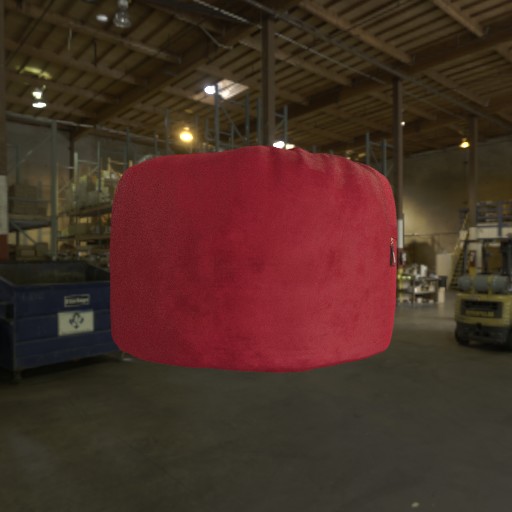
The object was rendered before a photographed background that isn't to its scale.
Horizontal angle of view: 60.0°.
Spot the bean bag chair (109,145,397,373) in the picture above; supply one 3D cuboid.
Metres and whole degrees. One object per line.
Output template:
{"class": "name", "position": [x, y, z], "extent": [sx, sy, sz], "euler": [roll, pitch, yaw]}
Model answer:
{"class": "bean bag chair", "position": [0.000, 0.000, 1.950], "extent": [1.219, 0.762, 1.219], "euler": [0, 0, 0]}
